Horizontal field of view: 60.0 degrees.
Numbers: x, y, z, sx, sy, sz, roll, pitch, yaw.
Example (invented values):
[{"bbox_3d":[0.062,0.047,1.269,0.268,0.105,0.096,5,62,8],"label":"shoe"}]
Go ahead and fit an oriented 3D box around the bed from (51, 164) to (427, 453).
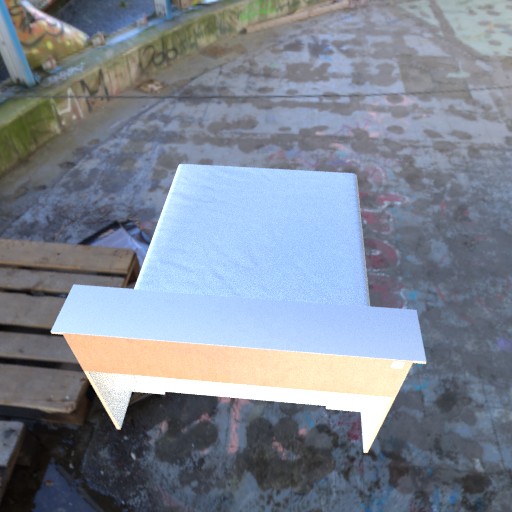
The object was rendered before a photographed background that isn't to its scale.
[{"bbox_3d":[0.000,0.000,3.080,1.671,1.092,2.133,4,47,4],"label":"bed"}]
